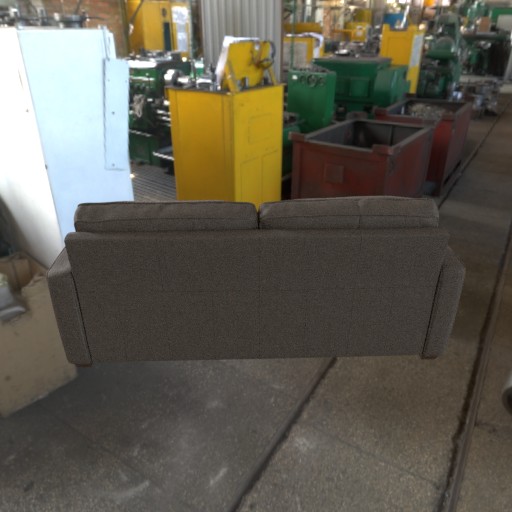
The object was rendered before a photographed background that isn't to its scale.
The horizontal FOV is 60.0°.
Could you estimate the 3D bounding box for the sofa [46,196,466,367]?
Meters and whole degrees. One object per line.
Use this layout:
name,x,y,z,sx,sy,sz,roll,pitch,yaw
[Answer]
sofa,0.000,0.000,2.597,2.080,0.919,0.940,-1,28,-2
